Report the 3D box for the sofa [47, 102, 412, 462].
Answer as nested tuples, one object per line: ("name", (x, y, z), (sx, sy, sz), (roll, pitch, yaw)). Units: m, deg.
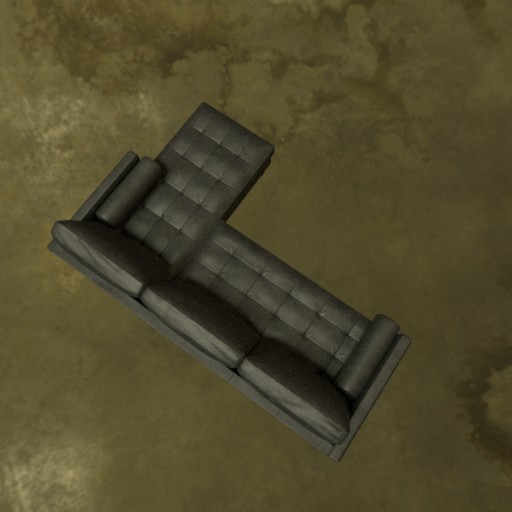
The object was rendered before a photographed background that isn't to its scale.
("sofa", (0.000, 0.000, 2.924), (2.178, 0.876, 1.497), (34, 78, 9))
